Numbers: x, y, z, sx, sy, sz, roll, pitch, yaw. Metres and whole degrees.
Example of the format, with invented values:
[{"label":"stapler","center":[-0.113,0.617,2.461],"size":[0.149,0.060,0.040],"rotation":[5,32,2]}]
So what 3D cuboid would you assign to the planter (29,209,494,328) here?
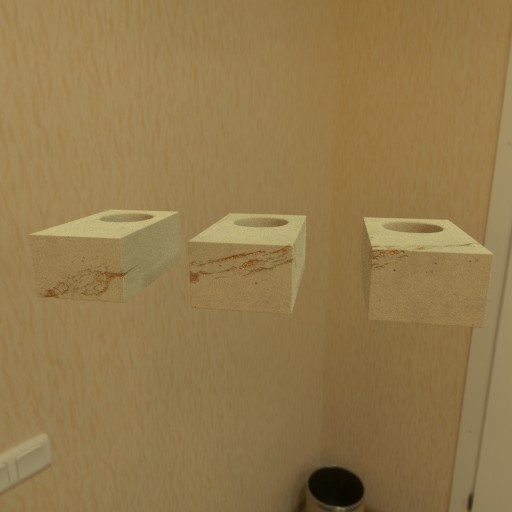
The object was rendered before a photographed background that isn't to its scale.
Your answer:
[{"label":"planter","center":[0.000,0.000,0.379],"size":[0.333,0.051,0.127],"rotation":[3,15,10]}]
